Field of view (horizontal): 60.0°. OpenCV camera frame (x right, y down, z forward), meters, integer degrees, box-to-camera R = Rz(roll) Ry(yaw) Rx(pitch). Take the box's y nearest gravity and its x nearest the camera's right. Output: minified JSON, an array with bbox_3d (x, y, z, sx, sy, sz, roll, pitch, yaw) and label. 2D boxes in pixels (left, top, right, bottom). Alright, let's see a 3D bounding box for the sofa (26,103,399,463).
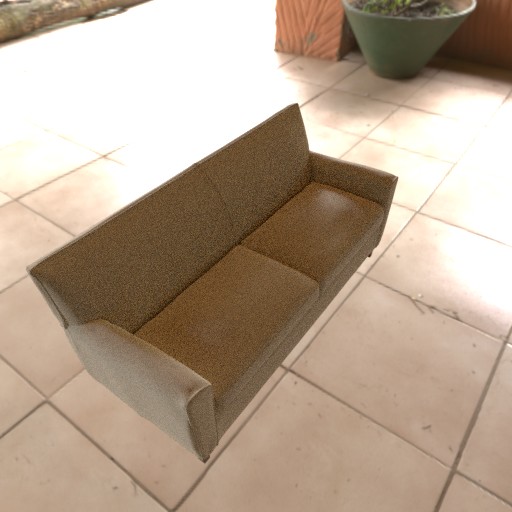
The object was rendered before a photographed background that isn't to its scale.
[{"bbox_3d":[0.000,0.000,2.470,0.841,0.907,2.001,26,48,26],"label":"sofa"}]
